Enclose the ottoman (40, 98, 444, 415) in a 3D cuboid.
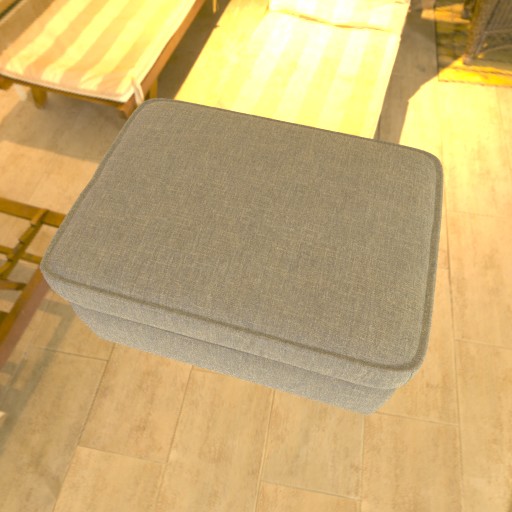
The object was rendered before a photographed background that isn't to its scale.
[{"bbox_3d":[0.000,0.000,1.091,0.762,0.457,0.559,14,59,8],"label":"ottoman"}]
